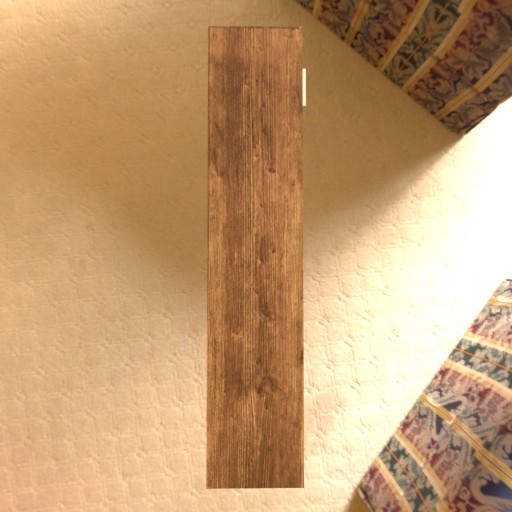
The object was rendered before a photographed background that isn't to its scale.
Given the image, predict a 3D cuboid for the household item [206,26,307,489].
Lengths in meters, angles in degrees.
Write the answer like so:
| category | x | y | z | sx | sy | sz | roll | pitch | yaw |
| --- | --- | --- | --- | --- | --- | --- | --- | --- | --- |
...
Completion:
| category | x | y | z | sx | sy | sz | roll | pitch | yaw |
| --- | --- | --- | --- | --- | --- | --- | --- | --- | --- |
| household item | 0.000 | 0.000 | 2.033 | 0.390 | 0.615 | 1.800 | 0 | 88 | -1 |
